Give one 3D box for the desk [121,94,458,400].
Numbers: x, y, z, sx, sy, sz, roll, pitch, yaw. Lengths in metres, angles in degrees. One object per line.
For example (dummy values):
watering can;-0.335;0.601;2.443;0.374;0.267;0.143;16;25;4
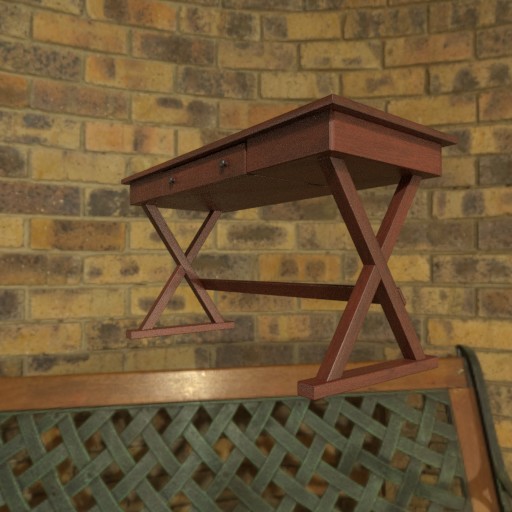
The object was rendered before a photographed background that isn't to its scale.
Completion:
desk;0.000;0.000;1.794;0.600;0.761;1.372;1;-2;-38
